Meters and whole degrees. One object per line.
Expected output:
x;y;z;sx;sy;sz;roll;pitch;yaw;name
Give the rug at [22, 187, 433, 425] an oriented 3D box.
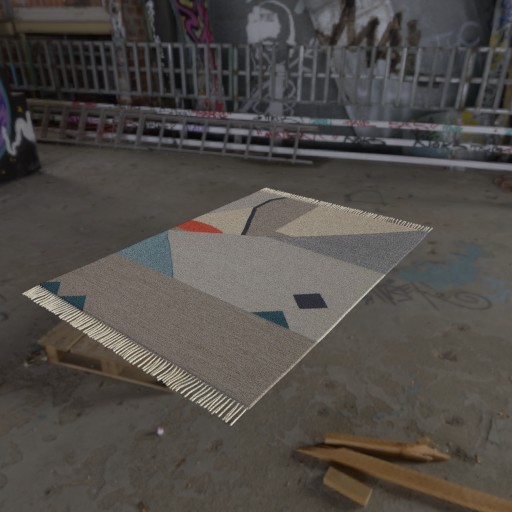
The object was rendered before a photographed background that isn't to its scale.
0.000;0.000;2.268;1.220;0.005;1.828;19;33;33;rug
